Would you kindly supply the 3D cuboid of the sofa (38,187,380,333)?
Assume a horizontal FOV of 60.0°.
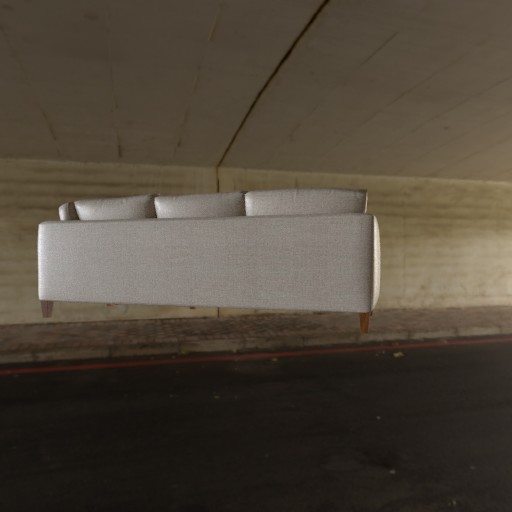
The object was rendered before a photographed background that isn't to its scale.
[{"bbox_3d":[0.000,0.000,4.742,2.594,0.961,3.460,0,0,17],"label":"sofa"}]
